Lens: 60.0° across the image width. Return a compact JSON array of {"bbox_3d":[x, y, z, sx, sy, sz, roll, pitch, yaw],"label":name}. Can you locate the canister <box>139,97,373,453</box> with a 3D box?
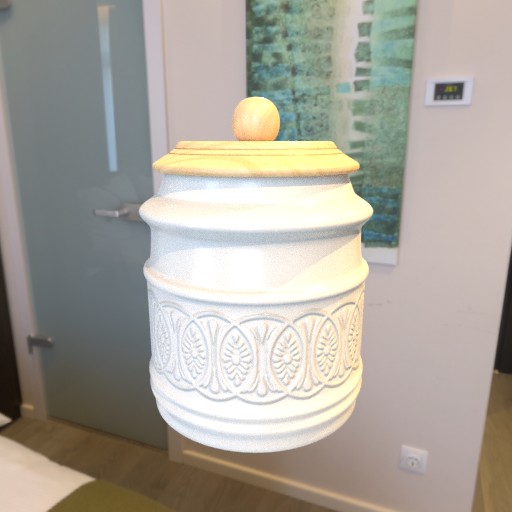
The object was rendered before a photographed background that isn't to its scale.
[{"bbox_3d":[0.000,0.000,0.261,0.130,0.176,0.130,0,14,0],"label":"canister"}]
